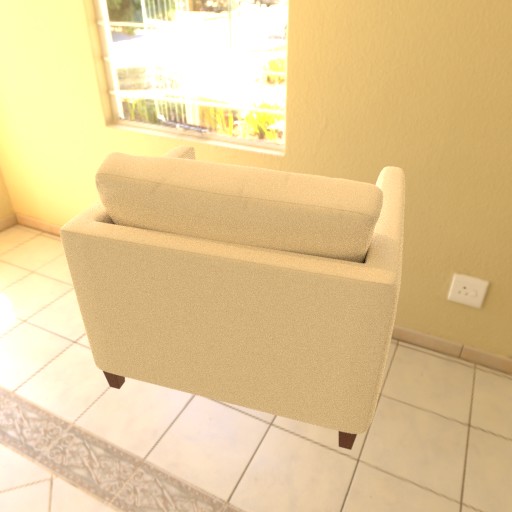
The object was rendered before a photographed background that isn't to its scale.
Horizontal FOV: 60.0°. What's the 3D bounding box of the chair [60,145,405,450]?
[{"bbox_3d":[0.000,0.000,1.683,1.019,0.885,0.878,9,33,14],"label":"chair"}]
